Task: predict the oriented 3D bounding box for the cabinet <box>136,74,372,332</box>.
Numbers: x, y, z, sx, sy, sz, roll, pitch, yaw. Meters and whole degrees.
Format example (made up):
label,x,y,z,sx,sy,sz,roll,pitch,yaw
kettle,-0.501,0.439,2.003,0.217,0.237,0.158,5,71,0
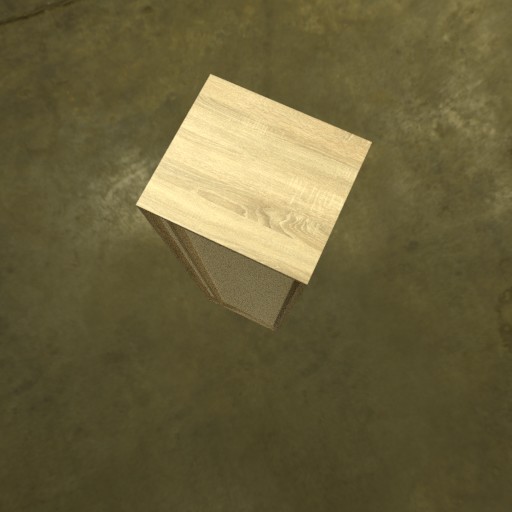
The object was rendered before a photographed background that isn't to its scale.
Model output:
label,x,y,z,sx,sy,sz,roll,pitch,yaw
cabinet,0.000,0.000,2.180,0.510,1.960,0.450,25,78,6
